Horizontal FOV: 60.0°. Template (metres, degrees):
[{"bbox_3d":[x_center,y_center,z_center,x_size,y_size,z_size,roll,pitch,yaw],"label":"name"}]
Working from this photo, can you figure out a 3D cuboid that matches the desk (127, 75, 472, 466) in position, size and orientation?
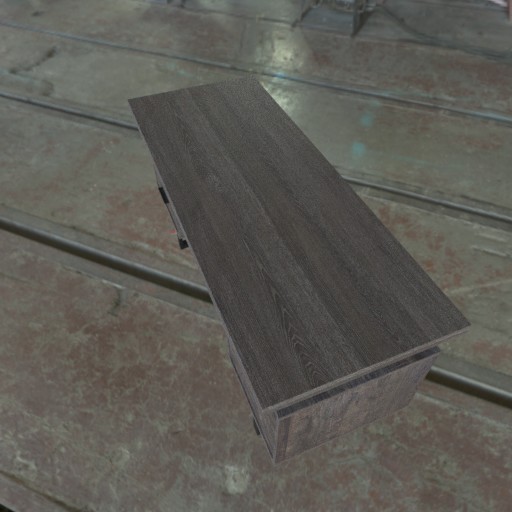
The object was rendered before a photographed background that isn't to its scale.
[{"bbox_3d":[0.000,0.000,1.845,0.600,0.760,1.524,-17,50,-15],"label":"desk"}]
